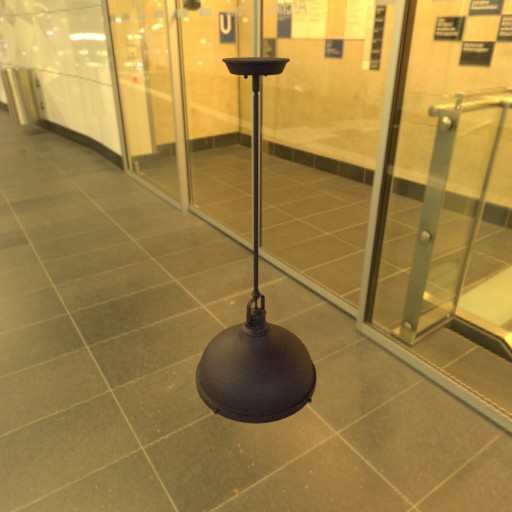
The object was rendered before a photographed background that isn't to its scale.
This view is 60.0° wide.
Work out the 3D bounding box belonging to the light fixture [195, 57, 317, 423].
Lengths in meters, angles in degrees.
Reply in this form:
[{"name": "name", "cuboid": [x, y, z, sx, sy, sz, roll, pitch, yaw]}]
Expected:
[{"name": "light fixture", "cuboid": [0.000, 0.000, 1.043, 0.341, 0.849, 0.341, 18, 32, 32]}]
